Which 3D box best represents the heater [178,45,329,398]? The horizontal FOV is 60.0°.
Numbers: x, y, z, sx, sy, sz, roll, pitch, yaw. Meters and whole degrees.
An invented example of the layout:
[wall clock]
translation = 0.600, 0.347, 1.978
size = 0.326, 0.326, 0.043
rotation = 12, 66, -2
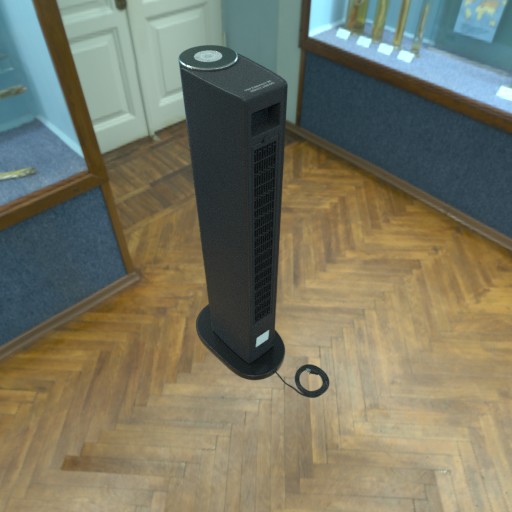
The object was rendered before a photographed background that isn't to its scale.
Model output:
[heater]
translation = 0.000, 0.000, 1.054
size = 0.214, 0.856, 0.458
rotation = -31, 53, -27
